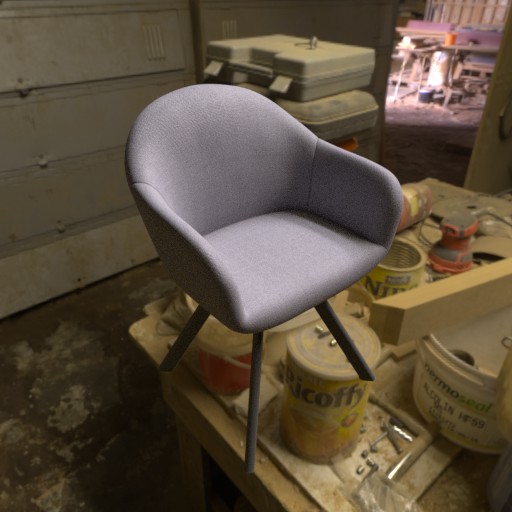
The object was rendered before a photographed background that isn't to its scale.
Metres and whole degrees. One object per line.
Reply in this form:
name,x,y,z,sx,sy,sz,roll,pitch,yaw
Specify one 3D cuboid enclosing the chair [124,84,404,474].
chair,0.000,0.000,1.177,0.590,0.795,0.550,-23,38,-32
